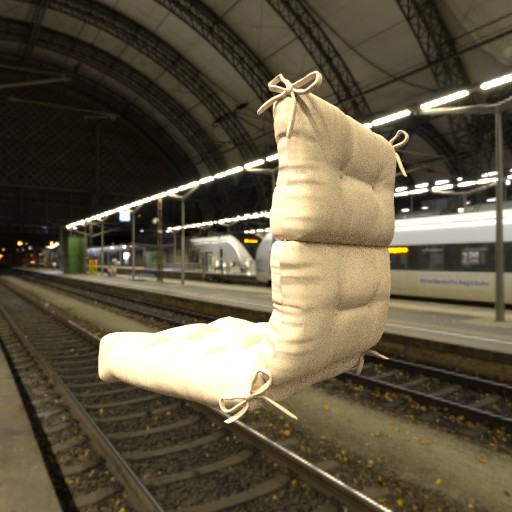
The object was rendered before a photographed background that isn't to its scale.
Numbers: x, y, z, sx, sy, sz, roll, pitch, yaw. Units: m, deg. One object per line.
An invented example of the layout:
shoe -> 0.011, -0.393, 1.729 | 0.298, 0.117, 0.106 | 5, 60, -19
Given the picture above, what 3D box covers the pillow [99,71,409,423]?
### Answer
pillow -> 0.000, 0.000, 1.026 | 0.571, 0.605, 0.519 | 0, -1, 36
